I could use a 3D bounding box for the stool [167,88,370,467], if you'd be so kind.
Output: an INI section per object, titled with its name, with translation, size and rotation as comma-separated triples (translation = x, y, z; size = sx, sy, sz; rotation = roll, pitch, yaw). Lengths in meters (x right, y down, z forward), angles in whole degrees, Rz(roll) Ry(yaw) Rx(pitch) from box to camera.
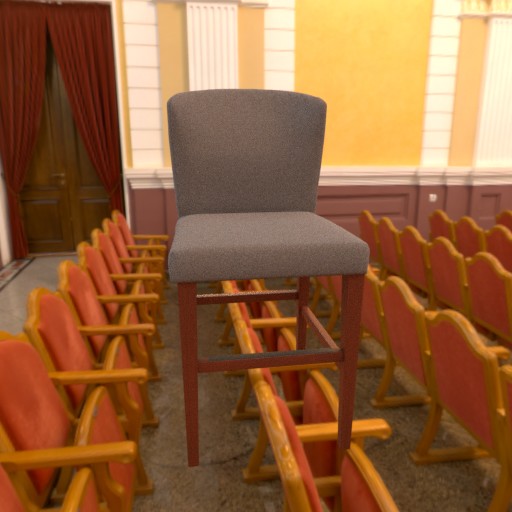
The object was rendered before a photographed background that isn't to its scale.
[stool]
translation = 0.000, 0.000, 1.289
size = 0.481, 0.968, 0.568
rotation = -2, 15, -9
